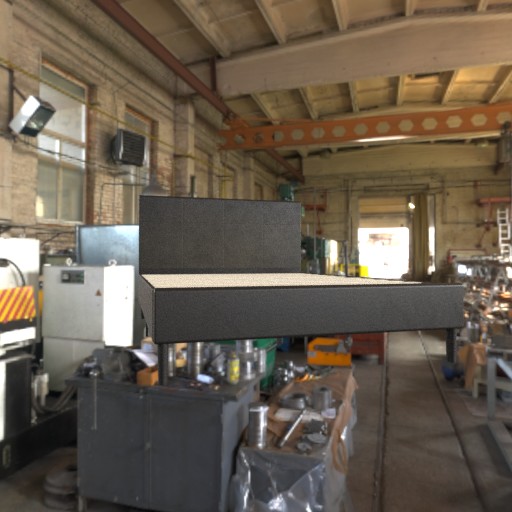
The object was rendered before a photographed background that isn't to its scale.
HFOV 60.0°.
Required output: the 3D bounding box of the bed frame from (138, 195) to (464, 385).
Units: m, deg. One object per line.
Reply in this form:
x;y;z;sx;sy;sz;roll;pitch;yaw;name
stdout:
0.000;0.000;2.974;1.469;1.046;2.152;0;-1;-16;bed frame
